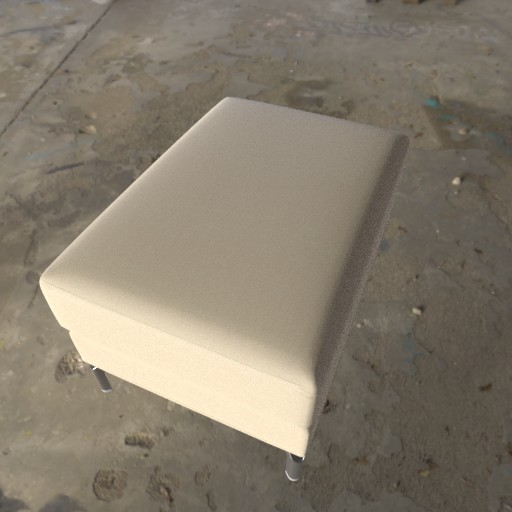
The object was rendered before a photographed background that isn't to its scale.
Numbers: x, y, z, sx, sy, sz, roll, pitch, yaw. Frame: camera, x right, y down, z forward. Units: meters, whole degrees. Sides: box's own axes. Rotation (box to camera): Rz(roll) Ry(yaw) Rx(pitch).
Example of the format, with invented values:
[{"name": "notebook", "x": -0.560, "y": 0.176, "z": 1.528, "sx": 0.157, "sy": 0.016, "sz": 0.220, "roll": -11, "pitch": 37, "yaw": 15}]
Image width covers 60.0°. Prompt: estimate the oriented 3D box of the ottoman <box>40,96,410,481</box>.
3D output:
[{"name": "ottoman", "x": 0.000, "y": 0.000, "z": 1.171, "sx": 0.581, "sy": 0.497, "sz": 0.835, "roll": 18, "pitch": 49, "yaw": 16}]
